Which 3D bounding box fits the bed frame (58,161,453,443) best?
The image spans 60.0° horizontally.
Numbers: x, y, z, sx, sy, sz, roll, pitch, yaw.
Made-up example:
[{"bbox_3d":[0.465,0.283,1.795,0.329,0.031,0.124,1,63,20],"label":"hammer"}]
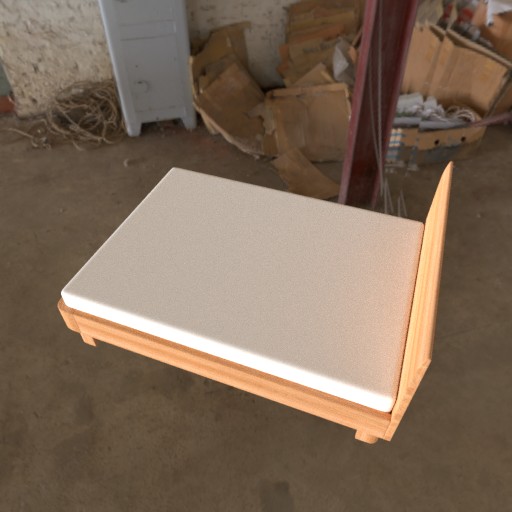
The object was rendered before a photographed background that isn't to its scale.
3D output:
[{"bbox_3d":[0.000,0.000,2.764,1.992,0.940,1.472,15,47,14],"label":"bed frame"}]
